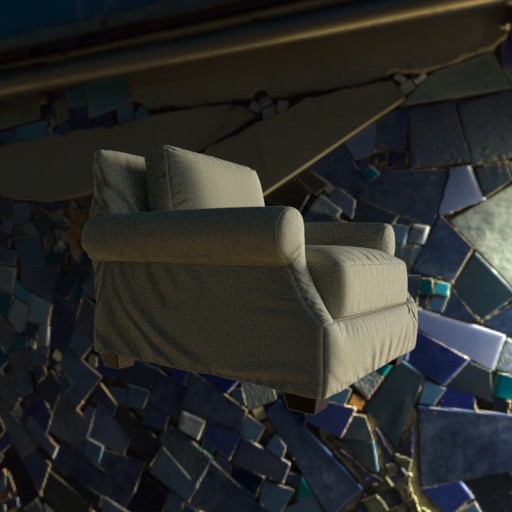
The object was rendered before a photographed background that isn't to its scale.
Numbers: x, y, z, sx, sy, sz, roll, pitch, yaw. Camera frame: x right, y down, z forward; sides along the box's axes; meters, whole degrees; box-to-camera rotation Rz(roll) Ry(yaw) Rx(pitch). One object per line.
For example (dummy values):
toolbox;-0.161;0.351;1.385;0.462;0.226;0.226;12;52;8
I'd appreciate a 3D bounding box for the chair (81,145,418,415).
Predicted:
chair;0.000;0.000;1.769;1.066;0.866;0.940;0;0;36
